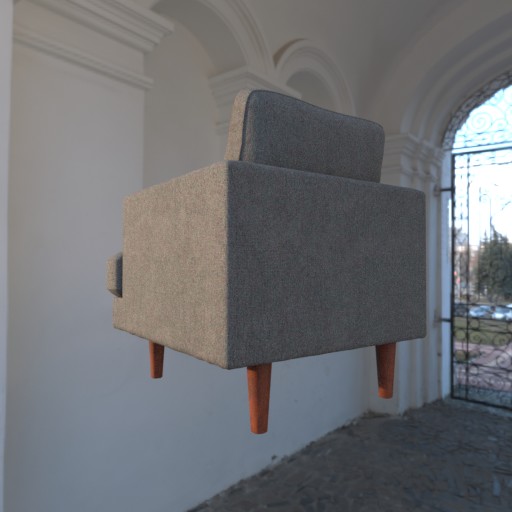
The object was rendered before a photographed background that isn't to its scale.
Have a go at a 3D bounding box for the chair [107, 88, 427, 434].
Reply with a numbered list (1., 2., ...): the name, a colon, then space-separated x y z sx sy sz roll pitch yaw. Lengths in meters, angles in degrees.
1. chair: 0.000 0.000 1.655 0.858 0.957 0.899 1 -1 -35
